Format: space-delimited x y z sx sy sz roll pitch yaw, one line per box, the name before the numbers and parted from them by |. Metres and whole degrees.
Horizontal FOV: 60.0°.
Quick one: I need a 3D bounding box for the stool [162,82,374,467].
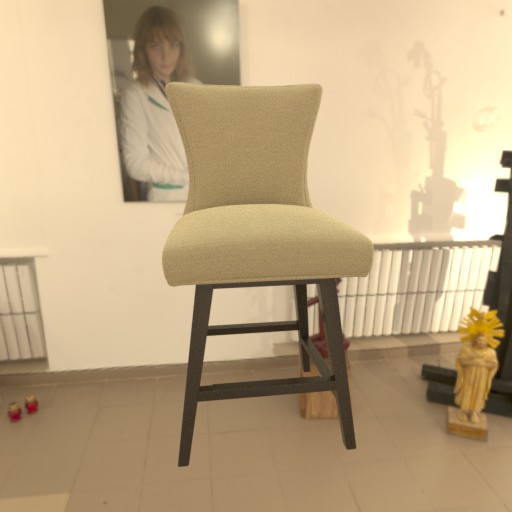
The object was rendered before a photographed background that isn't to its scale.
stool | 0.000 0.000 1.326 0.514 1.000 0.574 -2 17 -8
